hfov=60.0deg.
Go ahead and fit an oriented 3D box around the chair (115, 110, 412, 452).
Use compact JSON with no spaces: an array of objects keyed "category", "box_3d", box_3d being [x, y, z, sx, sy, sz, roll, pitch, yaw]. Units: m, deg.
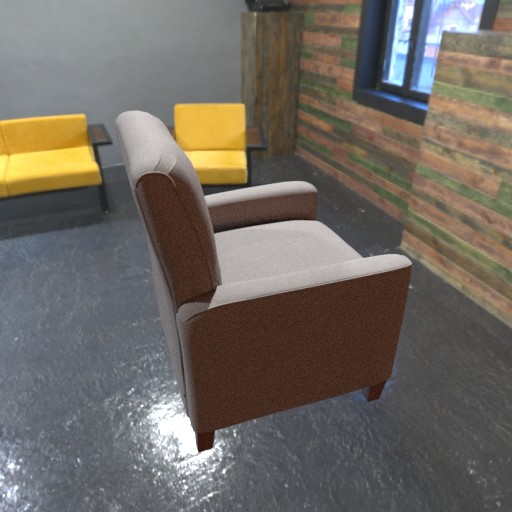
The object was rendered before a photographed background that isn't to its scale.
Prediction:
[{"category":"chair","box_3d":[0.000,0.000,1.670,0.859,1.023,0.845,-10,31,-17]}]
